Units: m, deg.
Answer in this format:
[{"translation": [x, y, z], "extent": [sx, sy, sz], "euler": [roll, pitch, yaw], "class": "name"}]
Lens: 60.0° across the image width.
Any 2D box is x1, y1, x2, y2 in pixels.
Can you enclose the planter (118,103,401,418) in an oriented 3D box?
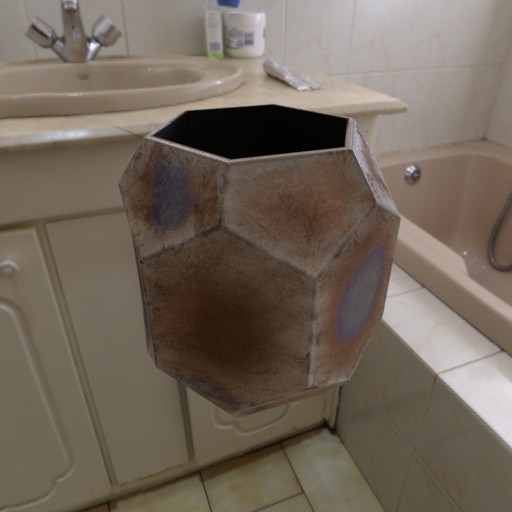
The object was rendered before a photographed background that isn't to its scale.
[{"translation": [0.000, 0.000, 0.411], "extent": [0.221, 0.238, 0.243], "euler": [-10, 32, -16], "class": "planter"}]
